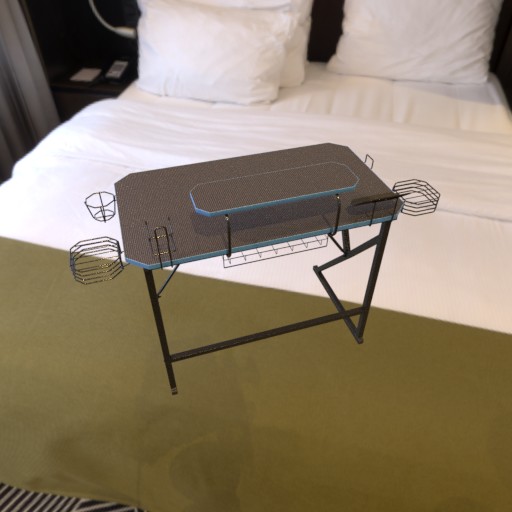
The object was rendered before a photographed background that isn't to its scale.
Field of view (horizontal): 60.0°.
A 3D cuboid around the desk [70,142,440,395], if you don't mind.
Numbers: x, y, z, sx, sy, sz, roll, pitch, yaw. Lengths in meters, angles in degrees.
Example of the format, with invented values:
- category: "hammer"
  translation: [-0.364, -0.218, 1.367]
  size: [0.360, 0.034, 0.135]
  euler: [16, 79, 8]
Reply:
- category: "desk"
  translation: [0.000, 0.000, 1.804]
  size: [1.295, 0.909, 0.594]
  euler: [-12, 43, -13]
